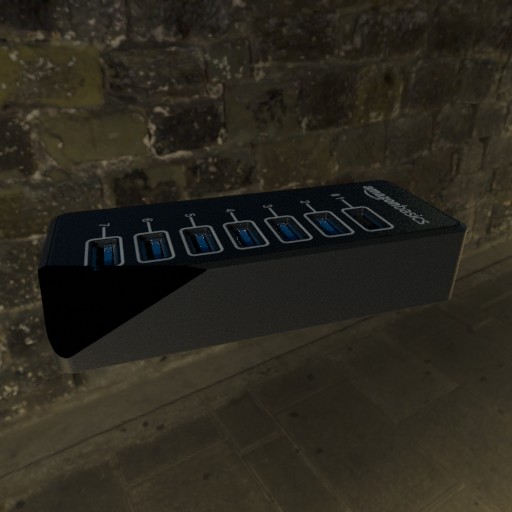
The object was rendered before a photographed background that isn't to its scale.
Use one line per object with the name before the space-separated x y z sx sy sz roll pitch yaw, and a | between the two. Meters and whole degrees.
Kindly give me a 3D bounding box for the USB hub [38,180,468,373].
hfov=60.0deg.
USB hub | 0.000 0.000 0.128 0.110 0.023 0.044 -8 29 -15
